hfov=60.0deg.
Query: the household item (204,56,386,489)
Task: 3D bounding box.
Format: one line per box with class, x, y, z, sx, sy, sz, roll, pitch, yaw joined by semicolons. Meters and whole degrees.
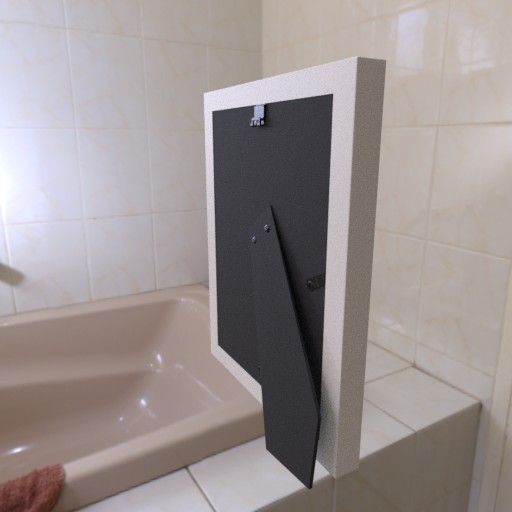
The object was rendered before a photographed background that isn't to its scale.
household item;0.000;0.000;0.335;0.045;0.250;0.200;-8;16;-28
